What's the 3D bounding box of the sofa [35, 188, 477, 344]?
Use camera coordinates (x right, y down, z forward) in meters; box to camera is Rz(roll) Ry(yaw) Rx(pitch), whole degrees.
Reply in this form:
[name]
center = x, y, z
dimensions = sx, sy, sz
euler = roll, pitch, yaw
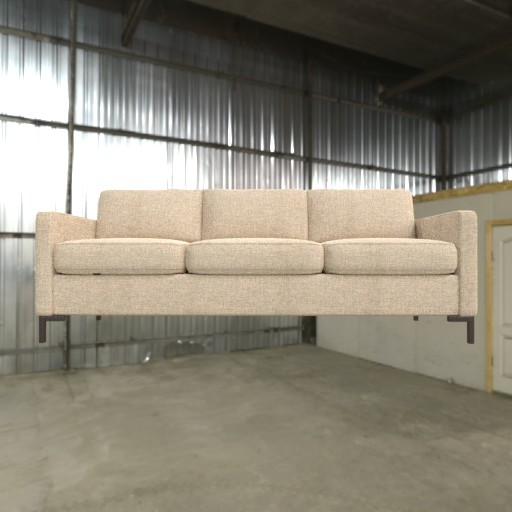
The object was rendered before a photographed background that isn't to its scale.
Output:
[sofa]
center = 0.000, 0.000, 2.612
dimensions = 2.218, 0.874, 0.859
euler = 0, 0, 1
